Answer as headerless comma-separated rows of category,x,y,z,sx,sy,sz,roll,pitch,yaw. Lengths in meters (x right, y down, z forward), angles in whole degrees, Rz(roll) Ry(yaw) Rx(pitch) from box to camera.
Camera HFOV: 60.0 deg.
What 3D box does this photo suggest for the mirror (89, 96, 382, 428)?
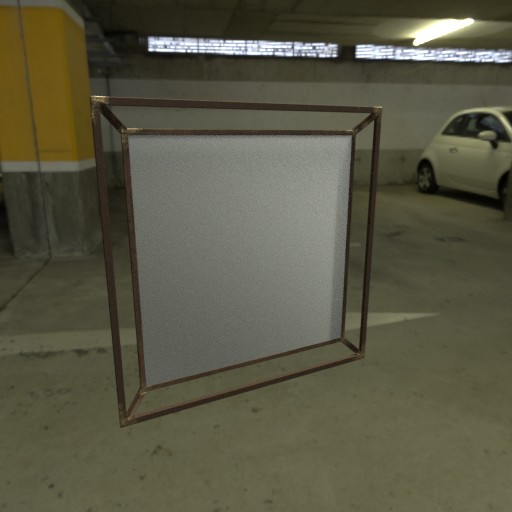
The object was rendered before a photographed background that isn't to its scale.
mirror,0.000,0.000,0.933,0.610,0.610,0.032,-8,17,-26
